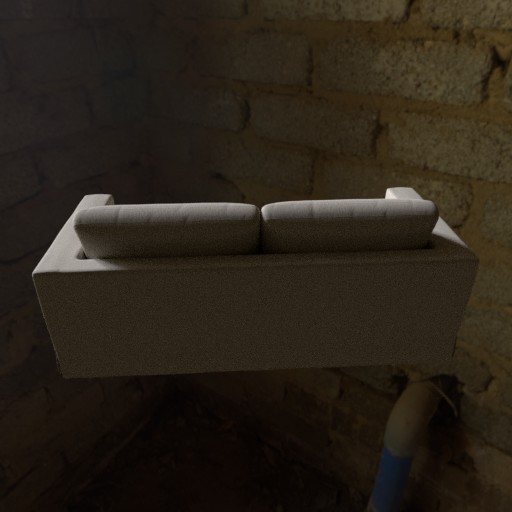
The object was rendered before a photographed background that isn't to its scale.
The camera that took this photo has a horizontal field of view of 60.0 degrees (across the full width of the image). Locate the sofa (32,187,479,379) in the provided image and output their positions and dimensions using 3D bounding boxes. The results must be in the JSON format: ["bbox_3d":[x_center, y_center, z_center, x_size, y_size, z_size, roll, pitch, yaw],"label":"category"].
[{"bbox_3d":[0.000,0.000,2.594,2.163,0.881,0.954,-2,31,-3],"label":"sofa"}]
